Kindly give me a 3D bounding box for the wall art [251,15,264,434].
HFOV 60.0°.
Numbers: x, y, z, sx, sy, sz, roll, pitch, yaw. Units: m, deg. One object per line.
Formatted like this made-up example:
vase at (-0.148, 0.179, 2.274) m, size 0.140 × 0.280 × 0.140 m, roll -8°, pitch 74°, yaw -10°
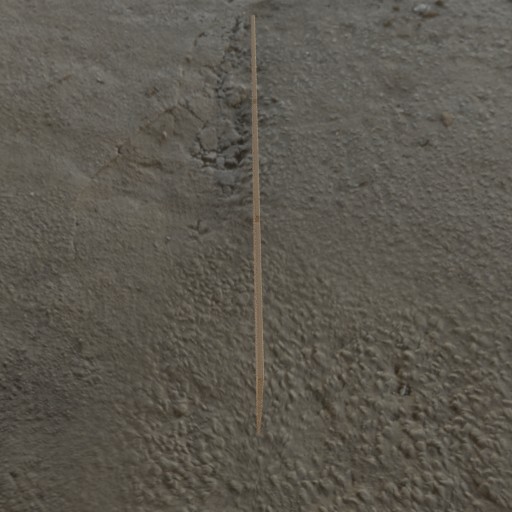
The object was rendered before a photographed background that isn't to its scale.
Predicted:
wall art at (0.000, 0.000, 1.775) m, size 0.013 × 1.218 × 1.219 m, roll -1°, pitch 63°, yaw 0°
